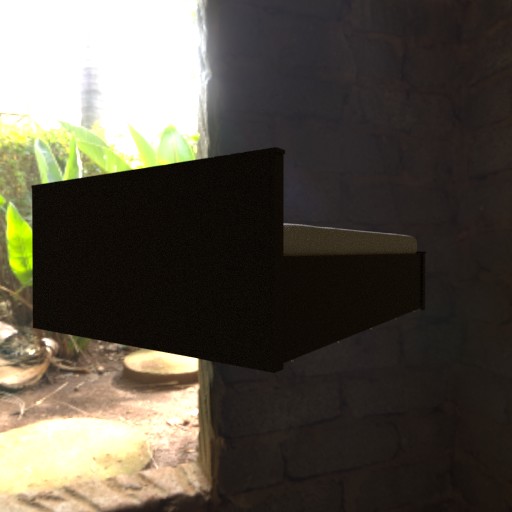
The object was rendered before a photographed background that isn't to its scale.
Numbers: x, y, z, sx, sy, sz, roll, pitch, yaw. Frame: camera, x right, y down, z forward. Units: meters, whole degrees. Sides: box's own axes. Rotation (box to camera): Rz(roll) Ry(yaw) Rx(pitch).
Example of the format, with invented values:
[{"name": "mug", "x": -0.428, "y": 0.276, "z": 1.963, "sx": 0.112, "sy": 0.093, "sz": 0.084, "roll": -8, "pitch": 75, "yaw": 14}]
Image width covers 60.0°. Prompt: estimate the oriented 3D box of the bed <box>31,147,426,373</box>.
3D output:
[{"name": "bed", "x": 0.000, "y": 0.000, "z": 2.909, "sx": 1.634, "sy": 0.808, "sz": 2.103, "roll": 0, "pitch": 1, "yaw": 35}]
